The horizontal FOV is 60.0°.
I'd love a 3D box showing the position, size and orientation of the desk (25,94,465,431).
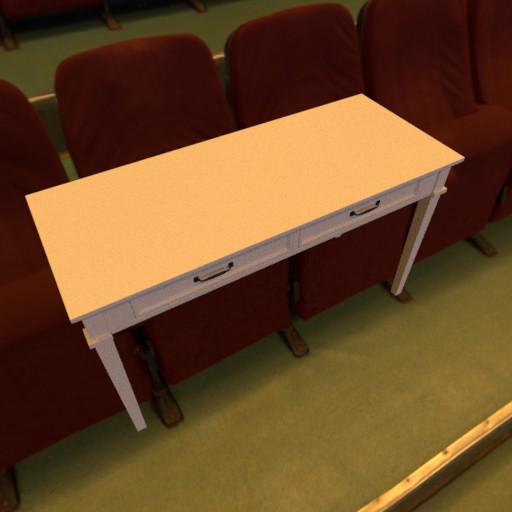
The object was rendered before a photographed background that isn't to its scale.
[{"bbox_3d":[0.000,0.000,1.759,1.372,0.774,0.559,-23,50,-21],"label":"desk"}]
